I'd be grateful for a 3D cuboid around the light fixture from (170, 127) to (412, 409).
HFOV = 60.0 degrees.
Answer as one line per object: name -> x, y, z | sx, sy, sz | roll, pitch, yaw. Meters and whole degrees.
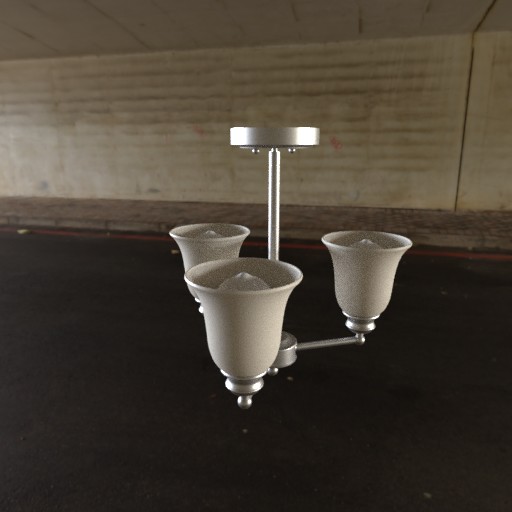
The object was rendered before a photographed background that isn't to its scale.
light fixture -> 0.000, 0.000, 0.672 | 0.388, 0.370, 0.354 | -14, 20, -43
